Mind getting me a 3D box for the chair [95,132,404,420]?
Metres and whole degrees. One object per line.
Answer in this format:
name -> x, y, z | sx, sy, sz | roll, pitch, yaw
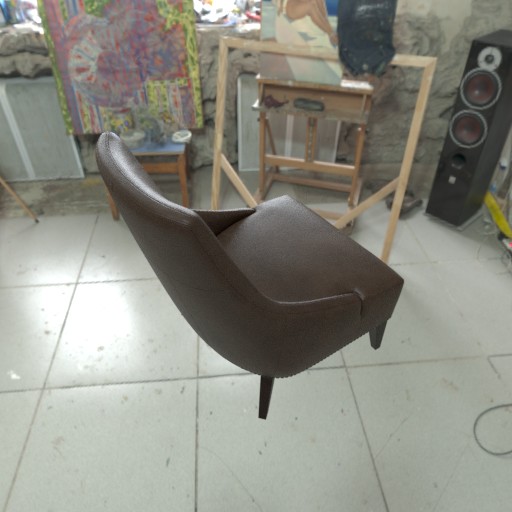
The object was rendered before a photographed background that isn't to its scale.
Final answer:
chair -> 0.000, 0.000, 1.550 | 0.861, 0.909, 0.701 | -24, 46, -26
